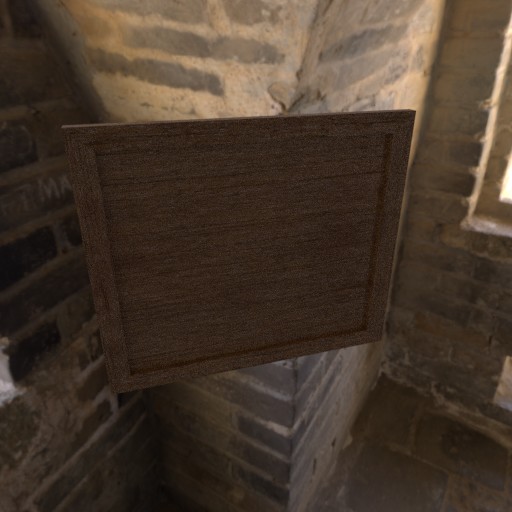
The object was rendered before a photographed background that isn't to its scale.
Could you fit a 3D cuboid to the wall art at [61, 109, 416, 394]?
[{"bbox_3d":[0.000,0.000,0.973,0.690,0.588,0.026,-8,27,-15],"label":"wall art"}]
